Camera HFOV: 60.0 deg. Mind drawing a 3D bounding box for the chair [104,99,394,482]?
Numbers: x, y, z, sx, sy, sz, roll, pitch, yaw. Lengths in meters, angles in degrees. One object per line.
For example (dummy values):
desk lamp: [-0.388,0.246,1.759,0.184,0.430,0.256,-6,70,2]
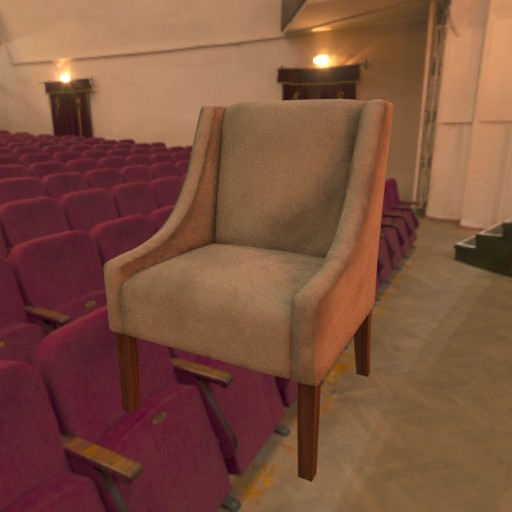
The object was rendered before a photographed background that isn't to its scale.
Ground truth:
chair: [0.000,0.000,1.311,0.629,0.895,0.629,8,18,27]
